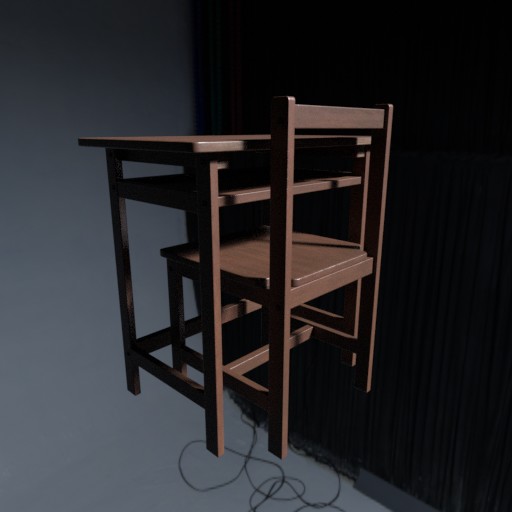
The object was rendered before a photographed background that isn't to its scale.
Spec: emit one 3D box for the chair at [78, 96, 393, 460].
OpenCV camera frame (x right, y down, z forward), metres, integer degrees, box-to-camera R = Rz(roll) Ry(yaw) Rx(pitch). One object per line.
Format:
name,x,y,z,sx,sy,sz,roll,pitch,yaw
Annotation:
chair,0.000,0.000,1.044,0.463,0.673,0.599,15,22,42
